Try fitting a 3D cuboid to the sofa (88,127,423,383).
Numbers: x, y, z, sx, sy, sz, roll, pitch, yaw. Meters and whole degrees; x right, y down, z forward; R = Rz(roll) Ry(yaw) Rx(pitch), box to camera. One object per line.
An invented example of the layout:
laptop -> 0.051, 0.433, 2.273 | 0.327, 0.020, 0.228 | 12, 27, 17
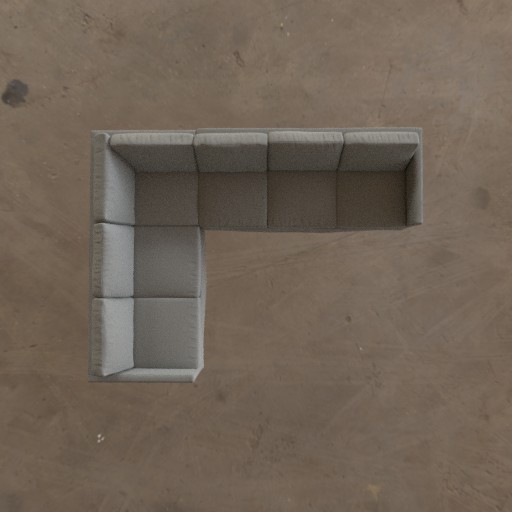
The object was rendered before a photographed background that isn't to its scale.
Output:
sofa -> 0.000, 0.000, 4.442 | 3.182, 0.871, 2.432 | 0, 89, 1
